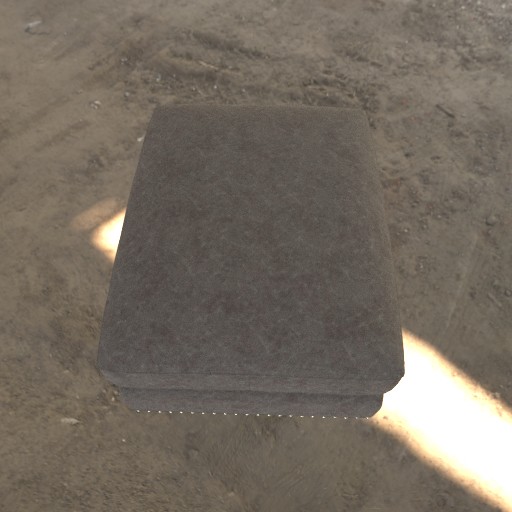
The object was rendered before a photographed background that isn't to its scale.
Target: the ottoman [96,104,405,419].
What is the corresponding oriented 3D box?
[{"bbox_3d":[0.000,0.000,1.143,0.584,0.513,0.741,2,58,1],"label":"ottoman"}]
